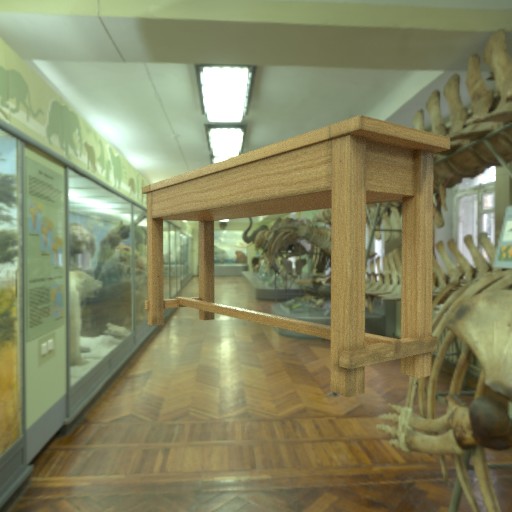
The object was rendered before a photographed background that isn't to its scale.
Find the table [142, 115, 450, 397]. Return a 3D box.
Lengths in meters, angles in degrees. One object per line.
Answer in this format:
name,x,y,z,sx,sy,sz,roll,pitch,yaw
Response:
table,0.000,0.000,1.948,0.442,0.762,1.599,0,1,-35
